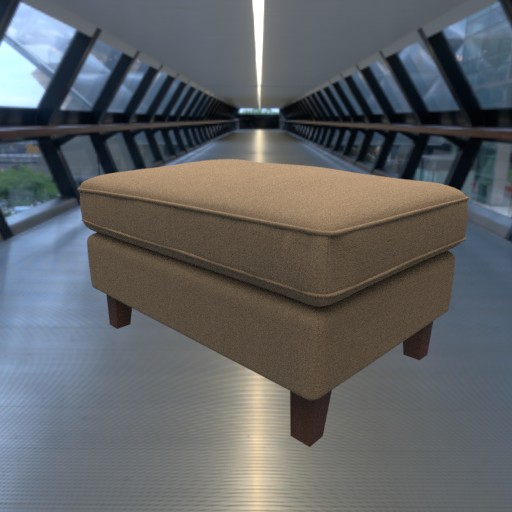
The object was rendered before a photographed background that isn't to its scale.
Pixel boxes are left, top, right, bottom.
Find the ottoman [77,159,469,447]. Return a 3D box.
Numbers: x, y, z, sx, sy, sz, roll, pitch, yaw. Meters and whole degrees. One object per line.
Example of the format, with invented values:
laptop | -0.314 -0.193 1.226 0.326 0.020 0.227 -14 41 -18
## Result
ottoman | 0.000 0.000 1.277 0.945 0.521 0.636 15 22 43
